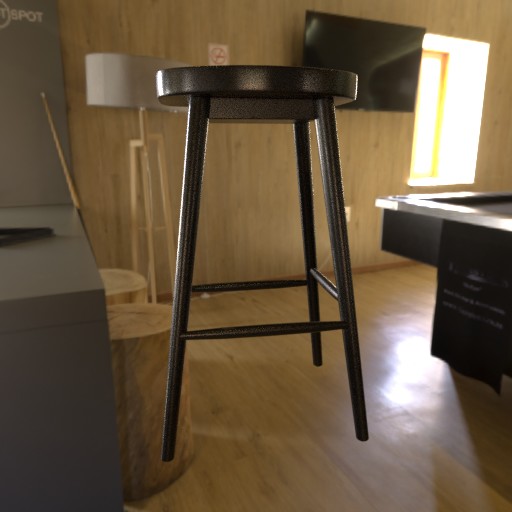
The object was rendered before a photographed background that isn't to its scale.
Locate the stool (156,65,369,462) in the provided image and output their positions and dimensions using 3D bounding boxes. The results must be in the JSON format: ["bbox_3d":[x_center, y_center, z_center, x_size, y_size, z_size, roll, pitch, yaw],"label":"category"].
[{"bbox_3d":[0.000,0.000,0.996,0.440,0.749,0.361,-2,14,-9],"label":"stool"}]
